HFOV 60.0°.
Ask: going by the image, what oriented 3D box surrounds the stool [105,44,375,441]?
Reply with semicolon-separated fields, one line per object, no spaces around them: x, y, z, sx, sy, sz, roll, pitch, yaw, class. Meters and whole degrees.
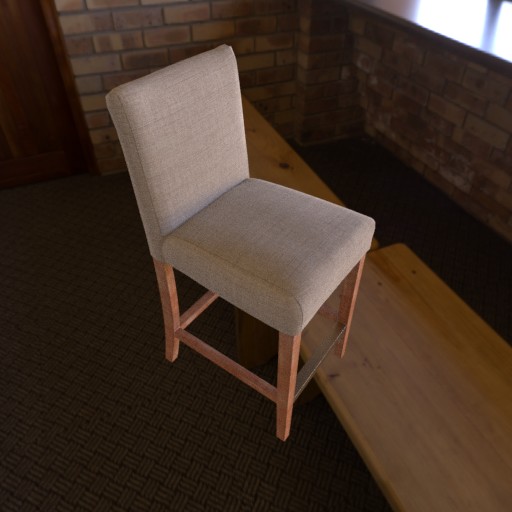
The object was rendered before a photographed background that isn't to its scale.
0.000;0.000;1.352;0.567;1.039;0.454;25;48;26;stool
